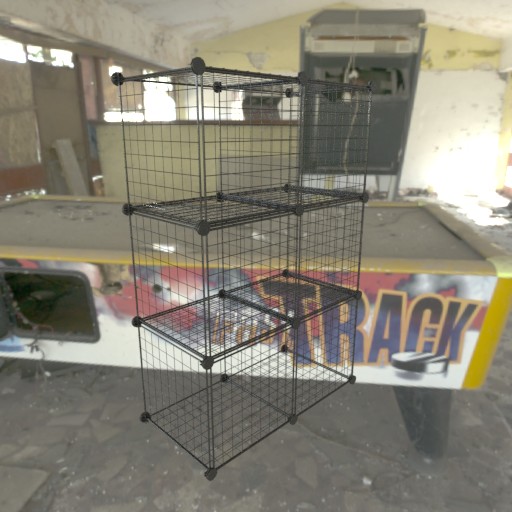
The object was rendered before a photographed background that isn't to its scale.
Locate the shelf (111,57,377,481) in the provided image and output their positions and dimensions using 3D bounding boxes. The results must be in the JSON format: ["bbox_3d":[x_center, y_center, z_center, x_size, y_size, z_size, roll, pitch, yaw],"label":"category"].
[{"bbox_3d":[0.000,0.000,1.416,0.711,1.067,0.356,-15,22,-42],"label":"shelf"}]
